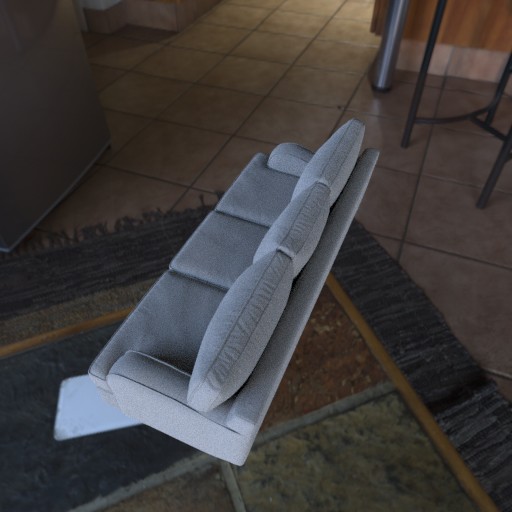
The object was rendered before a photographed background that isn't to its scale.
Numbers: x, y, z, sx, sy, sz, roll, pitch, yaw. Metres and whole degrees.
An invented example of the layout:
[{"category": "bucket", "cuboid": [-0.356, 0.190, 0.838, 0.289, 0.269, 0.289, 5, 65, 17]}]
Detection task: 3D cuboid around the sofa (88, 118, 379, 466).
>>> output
[{"category": "sofa", "cuboid": [0.000, 0.000, 2.946, 1.016, 0.997, 2.323, 18, 50, 16]}]
